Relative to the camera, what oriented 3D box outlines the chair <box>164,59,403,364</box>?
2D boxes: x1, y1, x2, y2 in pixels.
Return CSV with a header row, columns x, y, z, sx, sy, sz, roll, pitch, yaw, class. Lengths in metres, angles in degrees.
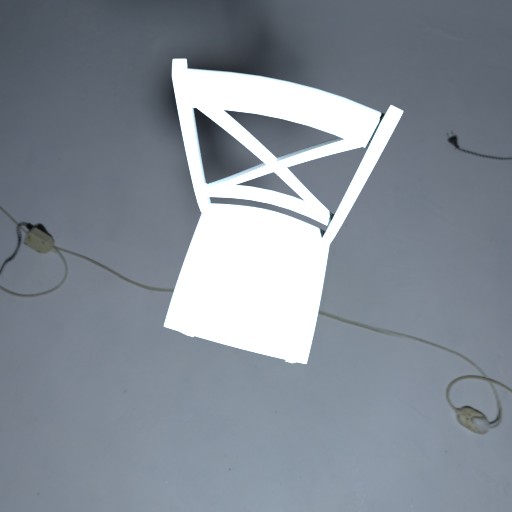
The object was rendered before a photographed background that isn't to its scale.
x,y,z,sx,sy,sz,roll,pitch,yaw,class
0.000,0.000,1.325,0.485,0.983,0.542,14,76,3,chair
